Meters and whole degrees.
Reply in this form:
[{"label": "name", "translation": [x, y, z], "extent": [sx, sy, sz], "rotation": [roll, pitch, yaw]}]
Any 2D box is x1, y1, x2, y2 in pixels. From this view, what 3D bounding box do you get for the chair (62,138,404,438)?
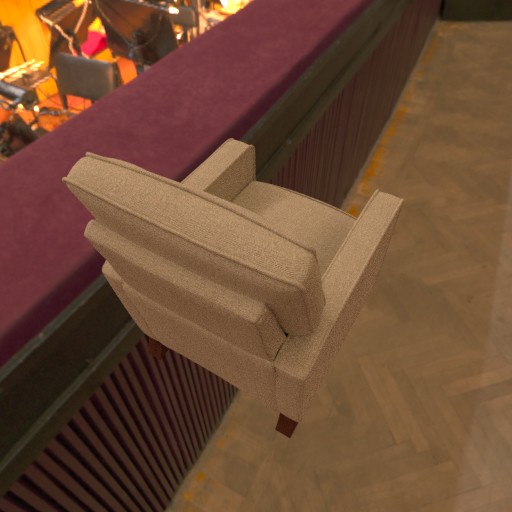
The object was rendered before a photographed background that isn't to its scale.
[{"label": "chair", "translation": [0.000, 0.000, 1.351], "extent": [0.648, 0.888, 0.754], "rotation": [24, 53, 20]}]
